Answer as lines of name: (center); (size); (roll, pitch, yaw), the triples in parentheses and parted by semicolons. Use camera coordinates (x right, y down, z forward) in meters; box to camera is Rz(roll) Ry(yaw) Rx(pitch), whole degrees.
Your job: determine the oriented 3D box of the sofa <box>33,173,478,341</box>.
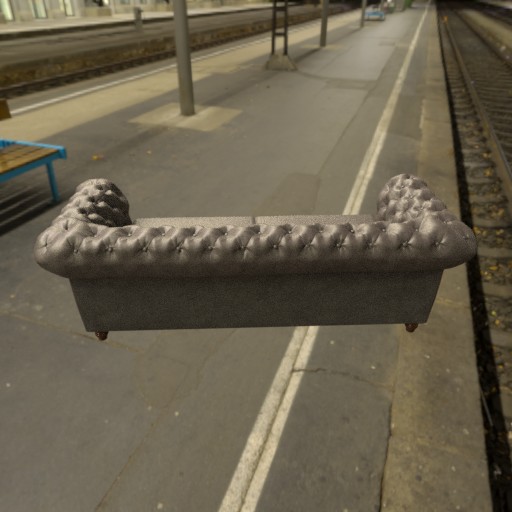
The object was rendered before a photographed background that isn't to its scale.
sofa: (0.000, 0.000, 2.809); (2.385, 0.783, 0.944); (-1, 31, -2)
